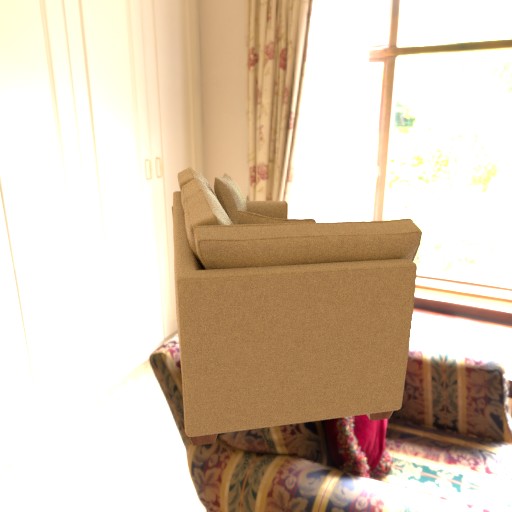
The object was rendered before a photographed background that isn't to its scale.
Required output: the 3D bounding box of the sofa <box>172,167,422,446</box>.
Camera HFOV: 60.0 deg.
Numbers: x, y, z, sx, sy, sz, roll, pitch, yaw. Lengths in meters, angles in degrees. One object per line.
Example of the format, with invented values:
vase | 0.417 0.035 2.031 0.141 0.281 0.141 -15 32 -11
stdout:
sofa | 0.000 0.000 2.895 1.061 0.962 2.317 -3 17 -10
